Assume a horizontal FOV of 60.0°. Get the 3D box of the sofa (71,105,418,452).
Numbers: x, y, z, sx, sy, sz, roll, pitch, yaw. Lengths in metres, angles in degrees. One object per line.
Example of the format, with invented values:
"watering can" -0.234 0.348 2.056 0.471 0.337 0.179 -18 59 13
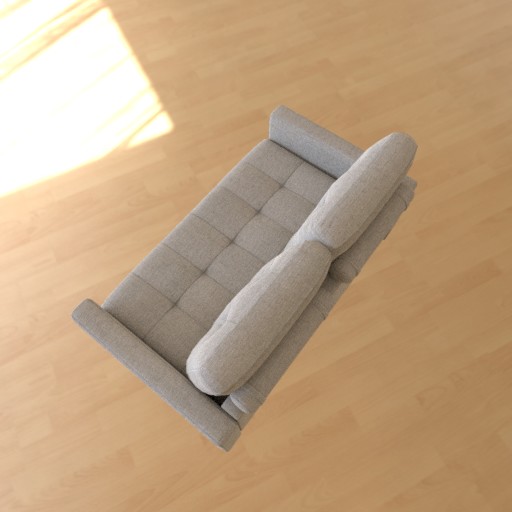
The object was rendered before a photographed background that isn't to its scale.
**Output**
"sofa" 0.000 0.000 1.970 0.842 0.907 1.407 35 69 16
